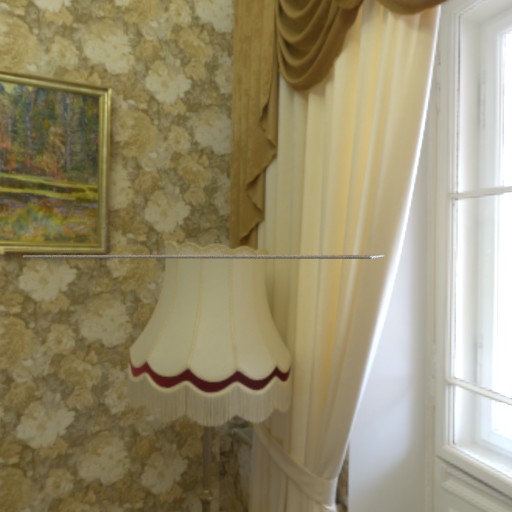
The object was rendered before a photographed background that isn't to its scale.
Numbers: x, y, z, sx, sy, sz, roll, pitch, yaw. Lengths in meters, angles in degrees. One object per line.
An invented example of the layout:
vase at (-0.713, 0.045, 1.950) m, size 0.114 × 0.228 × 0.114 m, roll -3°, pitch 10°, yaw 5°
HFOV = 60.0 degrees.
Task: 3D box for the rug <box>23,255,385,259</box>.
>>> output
rug at (0.000, 0.000, 3.690) m, size 2.005 × 0.014 × 2.878 m, roll 0°, pitch 0°, yaw 17°
